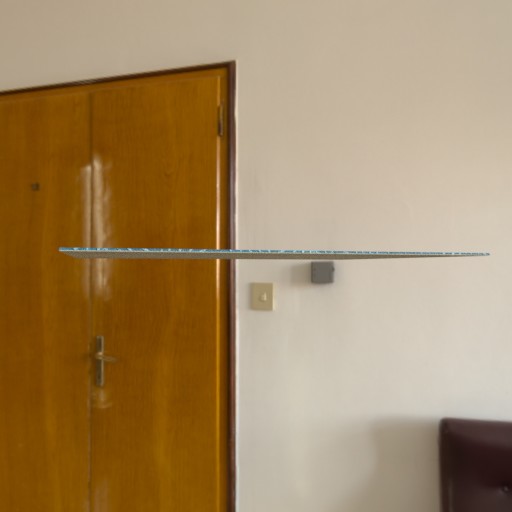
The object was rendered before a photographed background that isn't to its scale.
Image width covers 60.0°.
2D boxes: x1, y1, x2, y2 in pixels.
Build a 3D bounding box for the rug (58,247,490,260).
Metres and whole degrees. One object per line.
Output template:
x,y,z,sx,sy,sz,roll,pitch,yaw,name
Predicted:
0.000,0.000,2.764,2.144,0.015,1.543,0,-1,-20,rug
